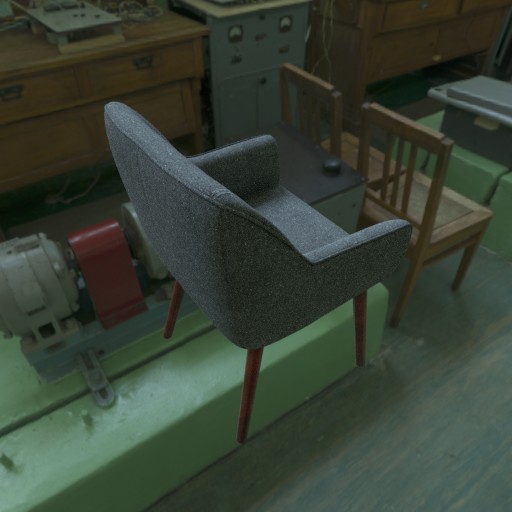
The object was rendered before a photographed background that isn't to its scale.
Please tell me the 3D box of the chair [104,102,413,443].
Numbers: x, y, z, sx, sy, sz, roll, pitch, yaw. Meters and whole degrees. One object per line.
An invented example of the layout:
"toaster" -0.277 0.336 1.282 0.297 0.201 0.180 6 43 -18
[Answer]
"chair" 0.000 0.000 1.148 0.519 0.803 0.543 -26 48 -26
